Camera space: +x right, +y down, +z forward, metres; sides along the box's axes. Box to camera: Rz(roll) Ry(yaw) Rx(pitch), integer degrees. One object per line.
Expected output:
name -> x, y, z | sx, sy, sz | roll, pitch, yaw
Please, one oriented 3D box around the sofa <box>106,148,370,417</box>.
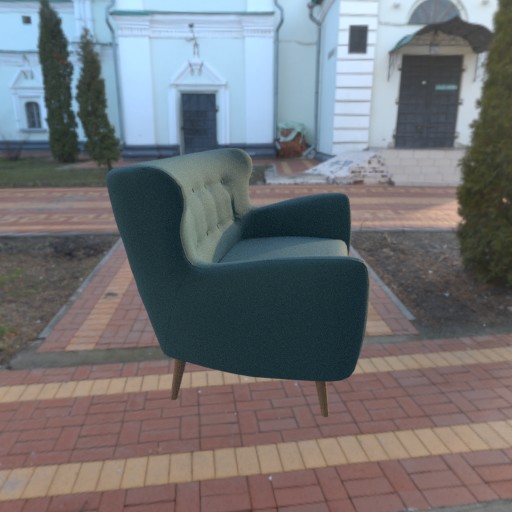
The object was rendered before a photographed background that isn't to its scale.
sofa -> 0.000, 0.000, 1.989 | 0.889, 0.889, 1.397 | 3, 16, 9
